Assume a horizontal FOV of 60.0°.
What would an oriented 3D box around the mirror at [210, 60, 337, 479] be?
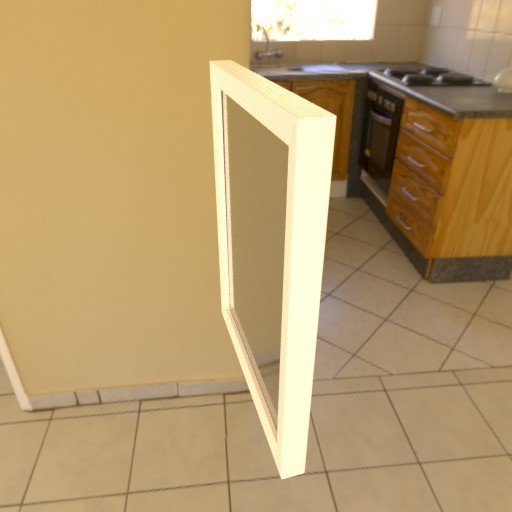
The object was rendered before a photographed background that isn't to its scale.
[{"bbox_3d":[0.000,0.000,0.680,0.041,0.508,0.405,-8,31,-14],"label":"mirror"}]
